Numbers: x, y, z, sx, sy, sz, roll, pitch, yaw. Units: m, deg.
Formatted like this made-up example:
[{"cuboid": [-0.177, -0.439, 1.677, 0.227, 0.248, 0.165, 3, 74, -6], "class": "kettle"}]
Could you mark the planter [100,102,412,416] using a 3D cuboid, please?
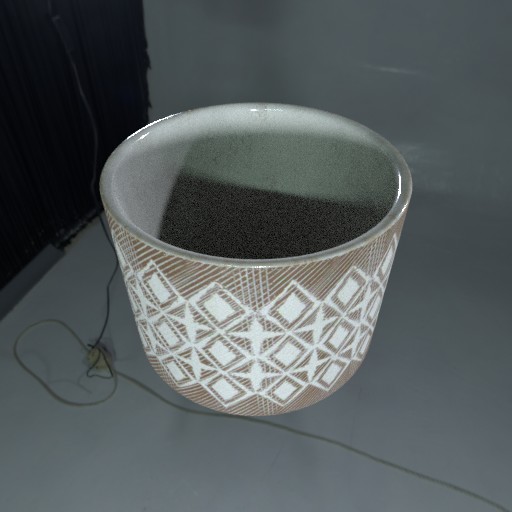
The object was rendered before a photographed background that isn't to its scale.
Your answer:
[{"cuboid": [0.000, 0.000, 0.220, 0.126, 0.104, 0.126, 0, 42, 0], "class": "planter"}]
